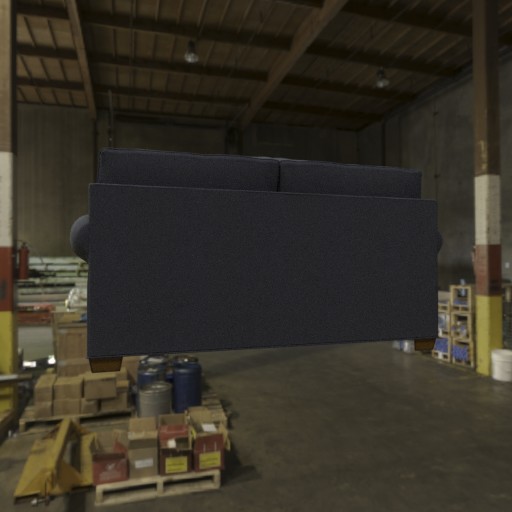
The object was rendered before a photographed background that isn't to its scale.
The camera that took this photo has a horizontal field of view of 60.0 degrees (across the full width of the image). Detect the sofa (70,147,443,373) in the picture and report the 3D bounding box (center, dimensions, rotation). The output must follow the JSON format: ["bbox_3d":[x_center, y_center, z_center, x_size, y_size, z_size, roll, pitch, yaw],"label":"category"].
[{"bbox_3d":[0.000,0.000,2.604,2.009,1.031,0.951,0,-1,-17],"label":"sofa"}]
